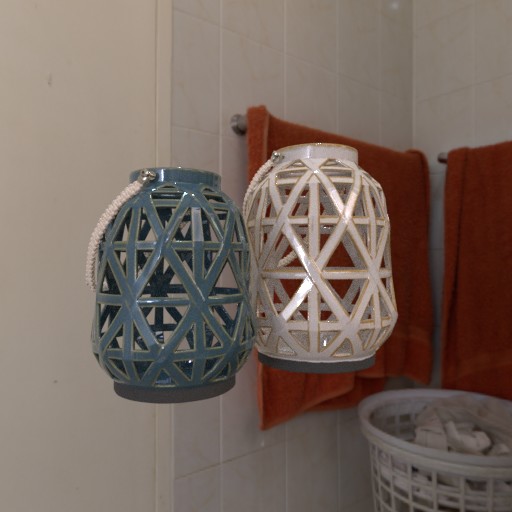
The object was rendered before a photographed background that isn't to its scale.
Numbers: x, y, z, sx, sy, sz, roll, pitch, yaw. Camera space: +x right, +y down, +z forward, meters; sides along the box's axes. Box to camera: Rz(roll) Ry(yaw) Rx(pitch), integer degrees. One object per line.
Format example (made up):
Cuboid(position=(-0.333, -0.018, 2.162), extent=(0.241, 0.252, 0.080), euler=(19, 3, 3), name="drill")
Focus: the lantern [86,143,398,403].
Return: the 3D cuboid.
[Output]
Cuboid(position=(0.000, 0.000, 0.607), extent=(0.439, 0.307, 0.245), euler=(0, 0, -37), name="lantern")
